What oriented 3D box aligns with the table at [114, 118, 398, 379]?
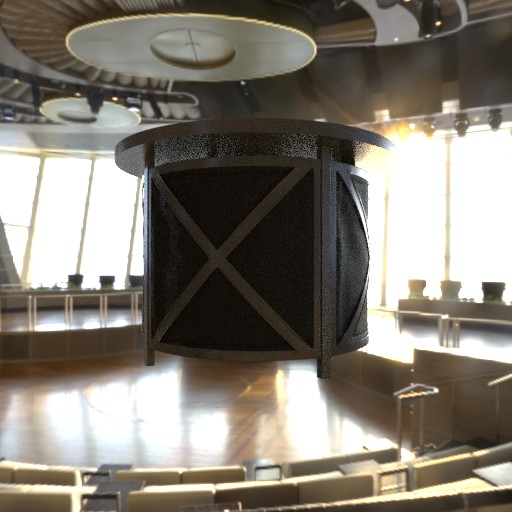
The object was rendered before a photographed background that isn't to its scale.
[{"bbox_3d":[0.000,0.000,1.502,0.914,0.650,0.914,0,0,0],"label":"table"}]
